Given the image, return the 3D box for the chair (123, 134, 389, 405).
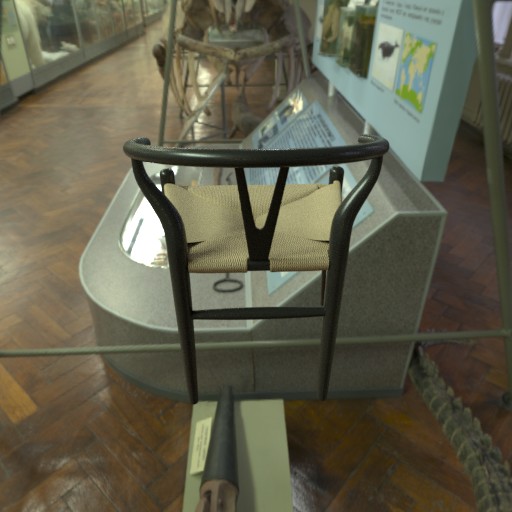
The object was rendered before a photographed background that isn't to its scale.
[{"bbox_3d":[0.000,0.000,1.150,0.570,0.739,0.570,-1,31,-2],"label":"chair"}]
